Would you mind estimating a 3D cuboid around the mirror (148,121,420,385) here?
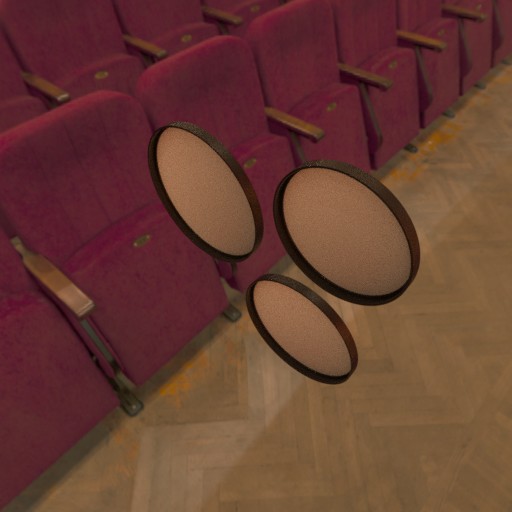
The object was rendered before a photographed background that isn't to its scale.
[{"bbox_3d":[0.000,0.000,3.207,2.160,2.096,0.076,32,55,27],"label":"mirror"}]
